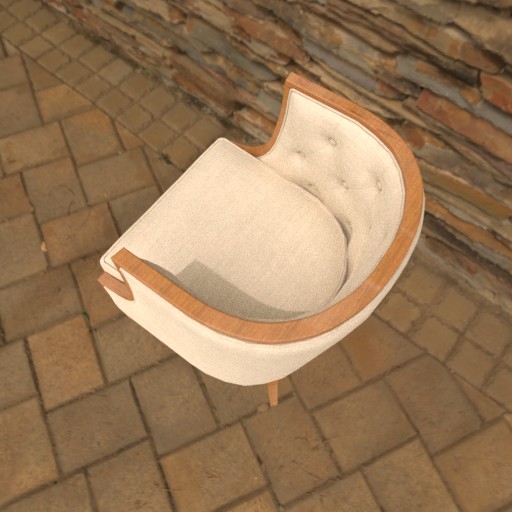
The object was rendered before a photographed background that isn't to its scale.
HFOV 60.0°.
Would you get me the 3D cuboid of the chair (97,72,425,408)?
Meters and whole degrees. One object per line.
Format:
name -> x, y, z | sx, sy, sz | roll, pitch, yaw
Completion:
chair -> 0.000, 0.000, 1.359 | 0.757, 0.775, 0.711 | 33, 68, 15
